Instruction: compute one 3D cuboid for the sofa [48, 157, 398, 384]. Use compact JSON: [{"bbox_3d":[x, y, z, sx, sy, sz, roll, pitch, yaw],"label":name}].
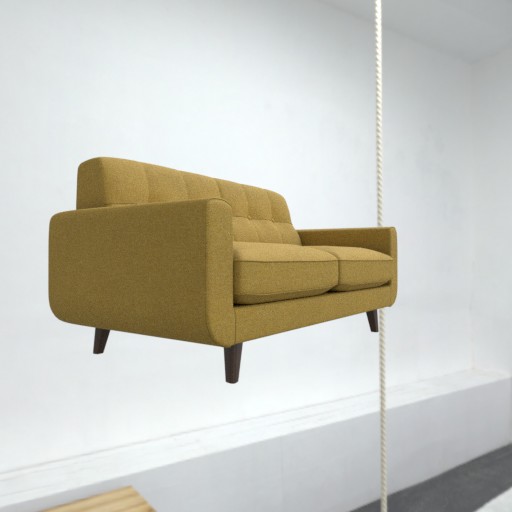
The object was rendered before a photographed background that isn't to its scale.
[{"bbox_3d":[0.000,0.000,2.181,0.909,0.841,1.631,0,0,36],"label":"sofa"}]
